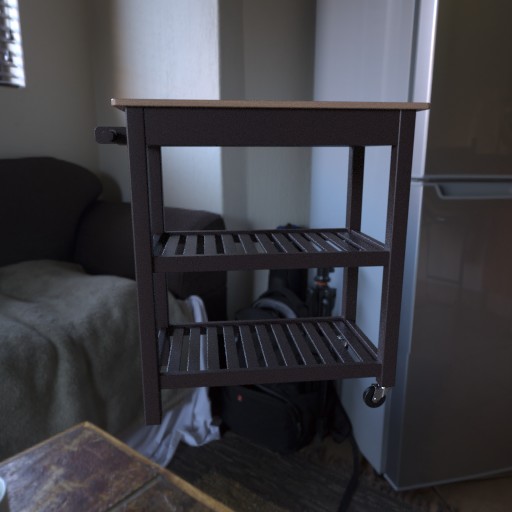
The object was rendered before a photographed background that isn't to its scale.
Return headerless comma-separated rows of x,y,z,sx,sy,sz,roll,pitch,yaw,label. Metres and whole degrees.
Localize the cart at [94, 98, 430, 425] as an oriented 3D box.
0.000,0.000,1.466,0.899,0.927,0.457,-1,13,-6,cart
